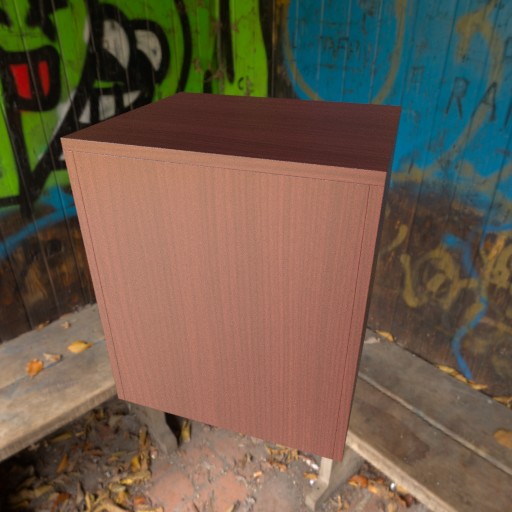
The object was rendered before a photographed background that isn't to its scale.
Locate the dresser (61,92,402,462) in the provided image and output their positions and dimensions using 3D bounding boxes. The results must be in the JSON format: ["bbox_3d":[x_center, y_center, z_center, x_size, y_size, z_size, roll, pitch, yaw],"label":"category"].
[{"bbox_3d":[0.000,0.000,0.770,0.400,0.470,0.360,10,32,16],"label":"dresser"}]
